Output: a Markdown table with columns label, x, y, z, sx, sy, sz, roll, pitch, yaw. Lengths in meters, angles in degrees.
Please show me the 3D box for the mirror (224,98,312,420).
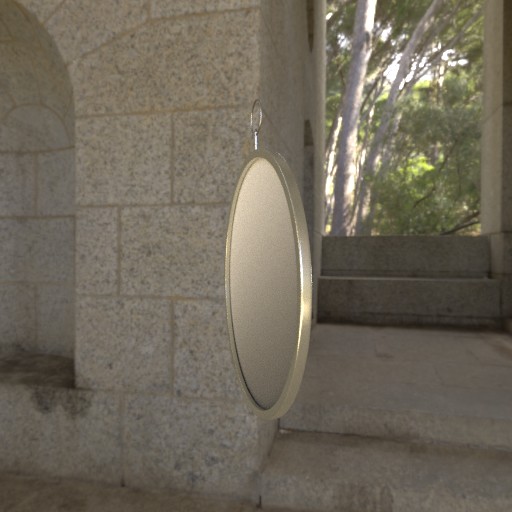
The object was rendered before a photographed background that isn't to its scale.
| label | x | y | z | sx | sy | sz | roll | pitch | yaw |
| --- | --- | --- | --- | --- | --- | --- | --- | --- | --- |
| mirror | 0.000 | 0.000 | 1.014 | 0.020 | 0.713 | 0.594 | 0 | 1 | -16 |
